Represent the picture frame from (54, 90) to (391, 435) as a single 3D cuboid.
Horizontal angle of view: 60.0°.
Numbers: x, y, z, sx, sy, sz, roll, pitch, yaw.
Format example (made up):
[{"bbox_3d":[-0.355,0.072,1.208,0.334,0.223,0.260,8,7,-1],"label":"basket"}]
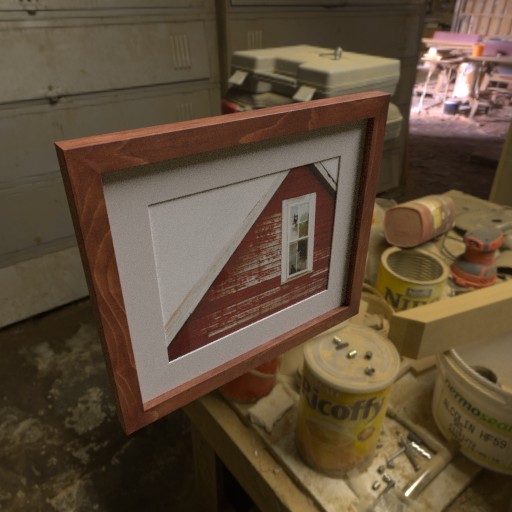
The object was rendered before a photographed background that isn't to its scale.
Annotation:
[{"bbox_3d":[0.000,0.000,0.525,0.381,0.330,0.025,-20,36,-31],"label":"picture frame"}]
